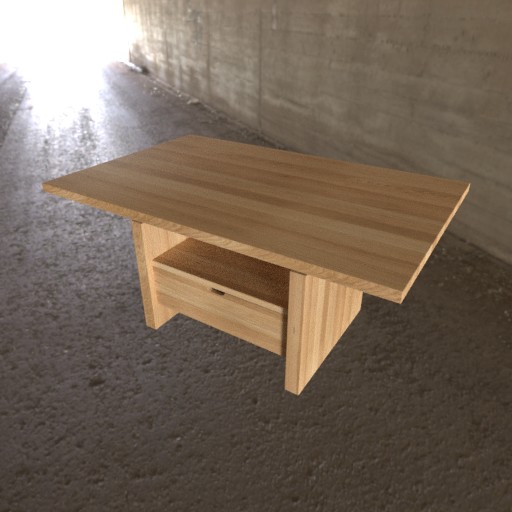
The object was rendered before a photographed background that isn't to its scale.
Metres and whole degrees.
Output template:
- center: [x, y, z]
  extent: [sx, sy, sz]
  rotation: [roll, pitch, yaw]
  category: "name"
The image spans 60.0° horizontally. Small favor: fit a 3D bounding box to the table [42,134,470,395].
- center: [0.000, 0.000, 1.472]
  extent: [1.100, 0.510, 0.700]
  rotation: [17, 34, 28]
  category: "table"
